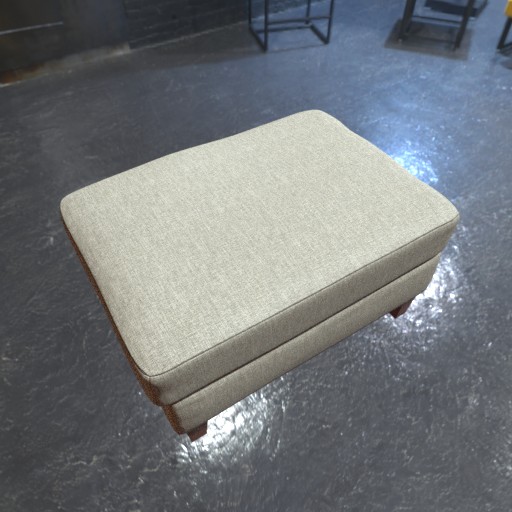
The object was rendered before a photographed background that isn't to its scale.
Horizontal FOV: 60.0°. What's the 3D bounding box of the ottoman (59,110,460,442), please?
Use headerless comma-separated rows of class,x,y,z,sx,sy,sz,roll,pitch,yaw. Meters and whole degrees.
ottoman,0.000,0.000,1.270,0.873,0.494,0.639,-25,53,-21
